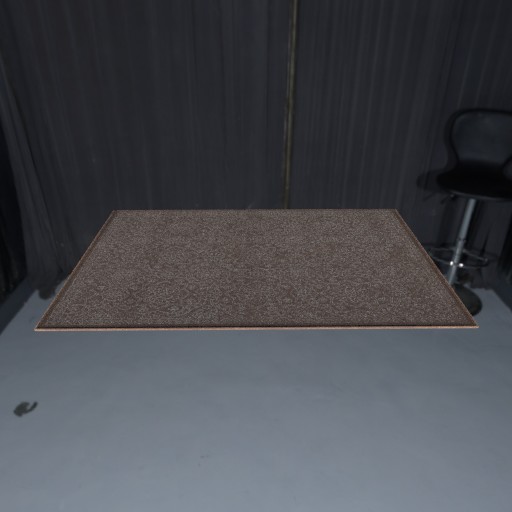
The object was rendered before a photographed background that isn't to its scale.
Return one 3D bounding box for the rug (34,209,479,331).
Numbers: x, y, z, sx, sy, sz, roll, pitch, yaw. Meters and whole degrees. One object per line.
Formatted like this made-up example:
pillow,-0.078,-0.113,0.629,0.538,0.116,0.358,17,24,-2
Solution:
rug,0.000,0.000,2.932,2.286,0.011,1.524,0,29,-1
